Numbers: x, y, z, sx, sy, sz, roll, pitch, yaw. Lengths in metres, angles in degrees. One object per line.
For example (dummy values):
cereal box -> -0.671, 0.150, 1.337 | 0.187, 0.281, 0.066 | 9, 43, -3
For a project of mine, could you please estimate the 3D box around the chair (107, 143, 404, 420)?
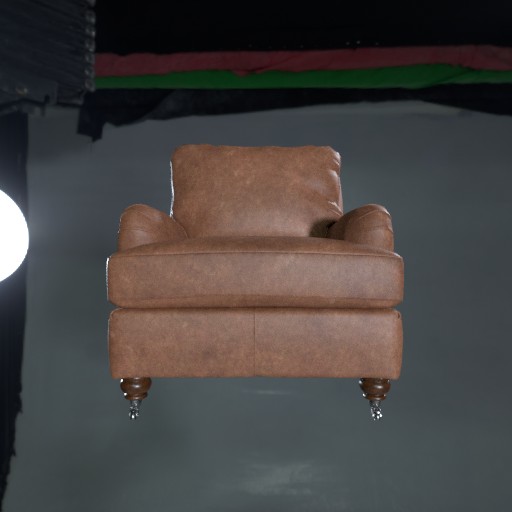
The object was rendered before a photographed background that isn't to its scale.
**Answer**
chair -> 0.000, 0.000, 1.945 | 0.986, 1.055, 1.158 | 0, 1, 0
